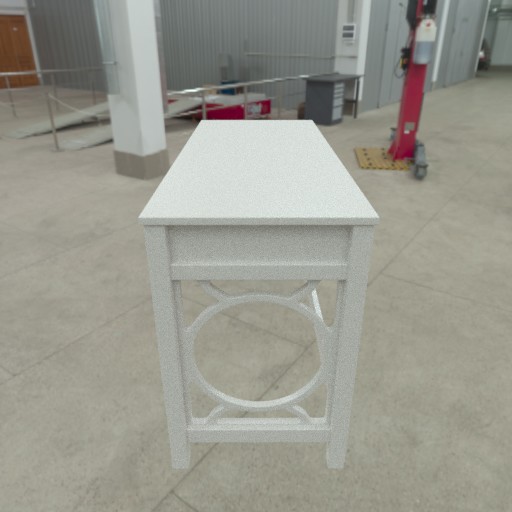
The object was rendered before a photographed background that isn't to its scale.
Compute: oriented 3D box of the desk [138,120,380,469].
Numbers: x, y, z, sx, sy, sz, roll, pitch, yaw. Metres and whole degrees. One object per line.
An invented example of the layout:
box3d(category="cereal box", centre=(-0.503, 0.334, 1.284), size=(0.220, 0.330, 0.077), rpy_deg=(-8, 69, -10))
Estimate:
box3d(category="desk", centre=(0.000, 0.000, 1.606), size=(0.504, 0.762, 1.191), rpy_deg=(0, 26, 0))
